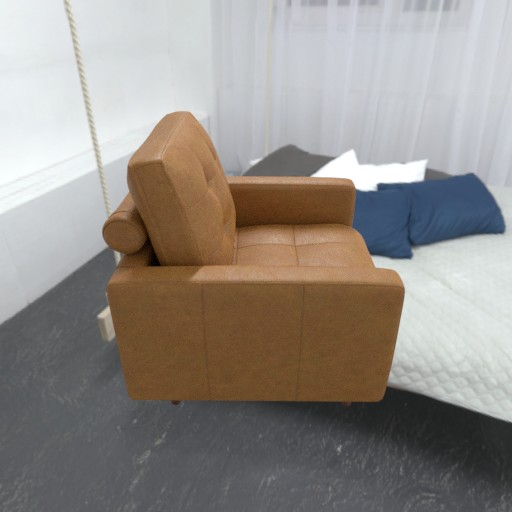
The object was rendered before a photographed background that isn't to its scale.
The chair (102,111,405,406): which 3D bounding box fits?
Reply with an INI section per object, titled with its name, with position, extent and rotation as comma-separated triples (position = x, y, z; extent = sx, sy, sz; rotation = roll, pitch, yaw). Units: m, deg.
[chair]
position = 0.000, 0.000, 1.576
extent = 0.868, 0.896, 0.831
rotation = 0, 31, 0
